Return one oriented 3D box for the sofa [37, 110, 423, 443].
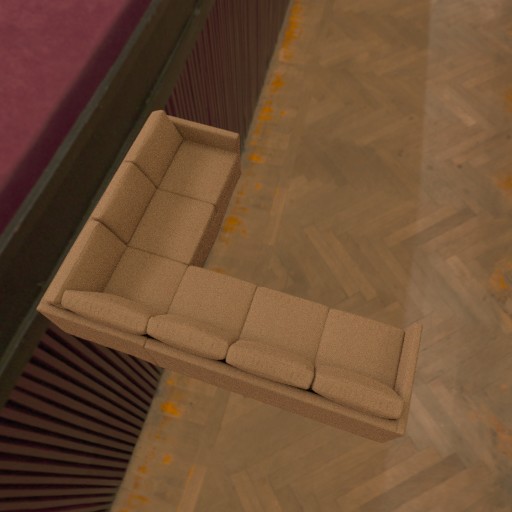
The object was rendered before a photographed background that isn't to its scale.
[{"bbox_3d":[0.000,0.000,4.293,3.182,0.871,2.432,16,64,8],"label":"sofa"}]
